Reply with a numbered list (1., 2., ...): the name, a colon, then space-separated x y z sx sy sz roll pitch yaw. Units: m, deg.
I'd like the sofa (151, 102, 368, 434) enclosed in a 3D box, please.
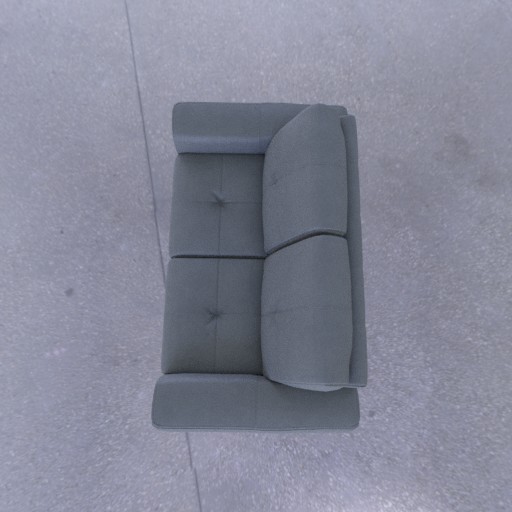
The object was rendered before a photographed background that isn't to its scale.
1. sofa: 0.000 0.000 2.414 1.018 0.907 1.806 1 76 0
